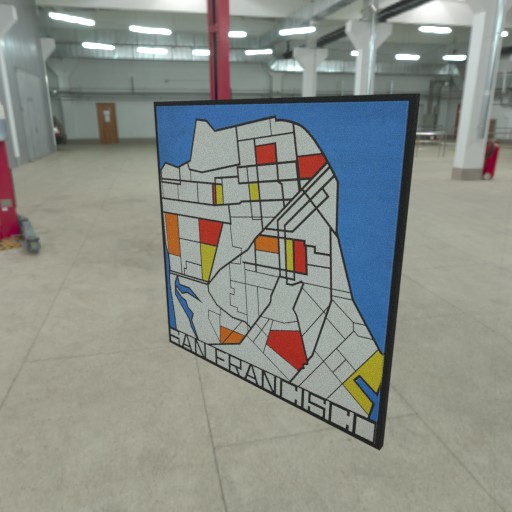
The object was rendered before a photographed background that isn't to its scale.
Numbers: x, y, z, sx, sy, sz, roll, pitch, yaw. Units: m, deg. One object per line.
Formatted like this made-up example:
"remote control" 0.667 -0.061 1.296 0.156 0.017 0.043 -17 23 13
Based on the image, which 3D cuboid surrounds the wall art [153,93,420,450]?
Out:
"wall art" 0.000 0.000 0.683 0.458 0.457 0.013 15 23 39
